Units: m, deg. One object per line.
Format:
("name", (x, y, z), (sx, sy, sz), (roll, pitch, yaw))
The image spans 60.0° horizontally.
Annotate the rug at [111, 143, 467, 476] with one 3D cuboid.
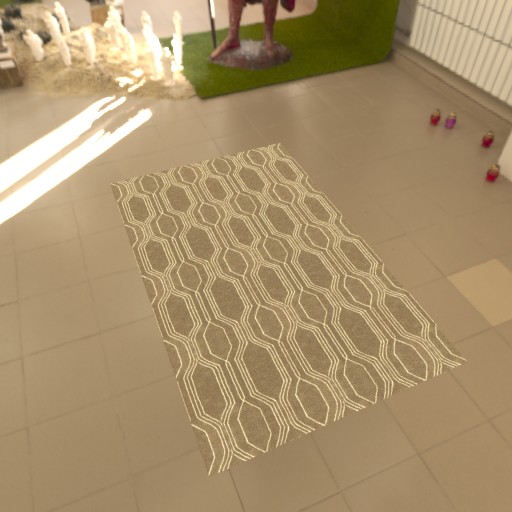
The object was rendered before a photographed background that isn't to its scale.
("rug", (0.000, 0.000, 3.067), (1.541, 0.012, 2.457), (-17, 49, -16))
